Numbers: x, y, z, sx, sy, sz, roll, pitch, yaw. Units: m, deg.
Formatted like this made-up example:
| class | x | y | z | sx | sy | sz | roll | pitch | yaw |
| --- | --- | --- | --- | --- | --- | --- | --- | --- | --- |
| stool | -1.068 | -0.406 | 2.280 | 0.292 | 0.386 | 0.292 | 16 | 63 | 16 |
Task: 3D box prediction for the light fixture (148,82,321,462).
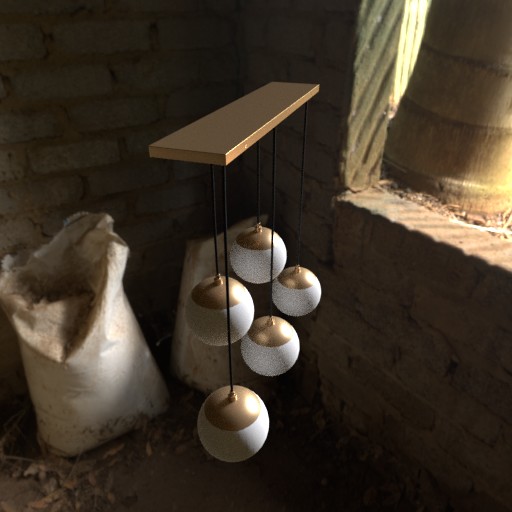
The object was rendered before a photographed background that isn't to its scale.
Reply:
| class | x | y | z | sx | sy | sz | roll | pitch | yaw |
| --- | --- | --- | --- | --- | --- | --- | --- | --- | --- |
| light fixture | 0.000 | 0.000 | 1.336 | 0.299 | 0.869 | 0.863 | 10 | 32 | 17 |
